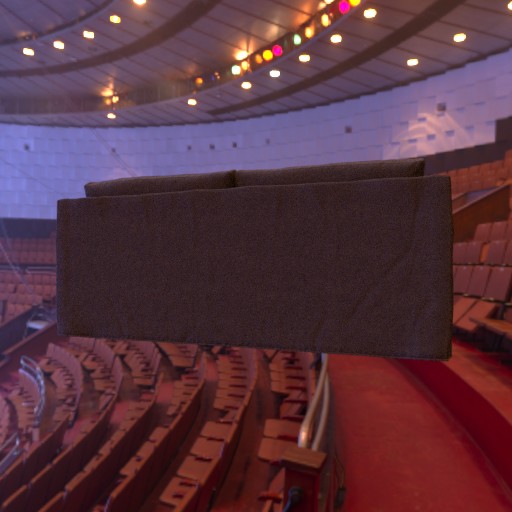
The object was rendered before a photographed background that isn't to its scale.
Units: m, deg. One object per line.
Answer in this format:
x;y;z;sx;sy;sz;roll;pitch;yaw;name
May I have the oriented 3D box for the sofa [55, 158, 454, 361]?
0.000;0.000;2.472;1.982;0.855;0.953;0;-1;20;sofa
